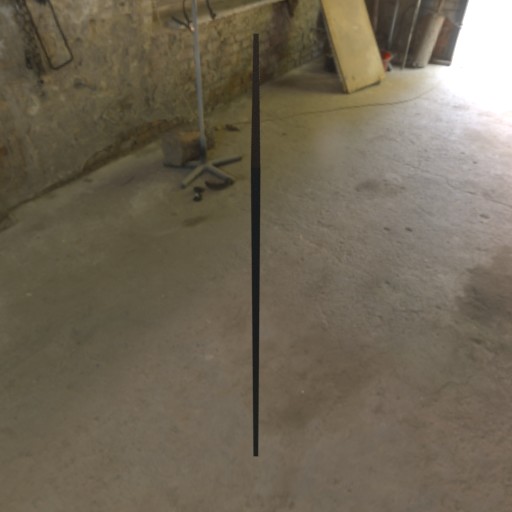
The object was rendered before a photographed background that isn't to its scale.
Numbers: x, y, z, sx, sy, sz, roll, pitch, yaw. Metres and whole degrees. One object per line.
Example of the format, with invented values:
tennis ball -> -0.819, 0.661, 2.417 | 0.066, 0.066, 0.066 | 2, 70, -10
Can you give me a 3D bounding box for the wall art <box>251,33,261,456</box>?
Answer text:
wall art -> 0.000, 0.000, 0.680 | 0.008, 0.530, 0.379 | 0, 42, 0
